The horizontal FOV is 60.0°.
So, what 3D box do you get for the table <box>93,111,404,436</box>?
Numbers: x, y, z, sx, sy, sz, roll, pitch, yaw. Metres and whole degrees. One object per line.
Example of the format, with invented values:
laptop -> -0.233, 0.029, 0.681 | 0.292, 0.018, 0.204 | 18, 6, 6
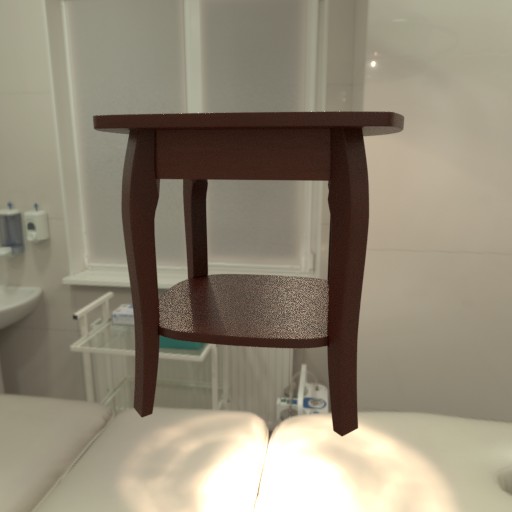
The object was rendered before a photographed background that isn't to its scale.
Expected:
table -> 0.000, 0.000, 0.858 | 0.502, 0.496, 0.433 | 2, 13, 9
